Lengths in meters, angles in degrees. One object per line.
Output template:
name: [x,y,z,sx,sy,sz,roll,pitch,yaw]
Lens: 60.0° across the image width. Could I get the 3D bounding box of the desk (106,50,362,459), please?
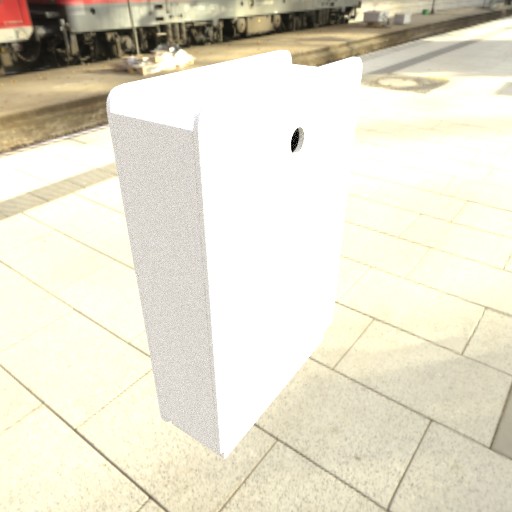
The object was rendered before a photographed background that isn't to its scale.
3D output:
desk: [0.000,0.000,1.508,0.278,1.190,0.795,20,38,29]
